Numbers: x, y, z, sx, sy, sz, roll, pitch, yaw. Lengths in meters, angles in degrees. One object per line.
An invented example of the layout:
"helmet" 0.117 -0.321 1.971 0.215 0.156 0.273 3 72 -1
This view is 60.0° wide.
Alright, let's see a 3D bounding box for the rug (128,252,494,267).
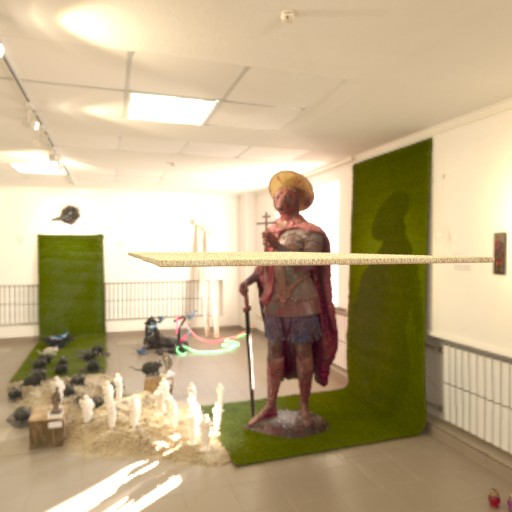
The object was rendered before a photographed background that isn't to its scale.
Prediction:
"rug" 0.000 0.000 2.889 1.500 0.025 2.346 0 1 -19
